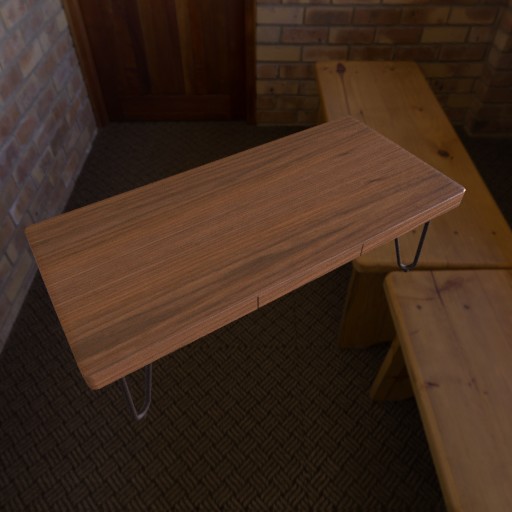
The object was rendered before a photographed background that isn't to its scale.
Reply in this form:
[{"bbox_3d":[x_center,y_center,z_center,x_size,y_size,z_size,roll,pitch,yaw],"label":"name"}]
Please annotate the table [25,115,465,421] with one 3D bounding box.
[{"bbox_3d":[0.000,0.000,1.662,1.375,0.468,0.637,-25,51,-22],"label":"table"}]
